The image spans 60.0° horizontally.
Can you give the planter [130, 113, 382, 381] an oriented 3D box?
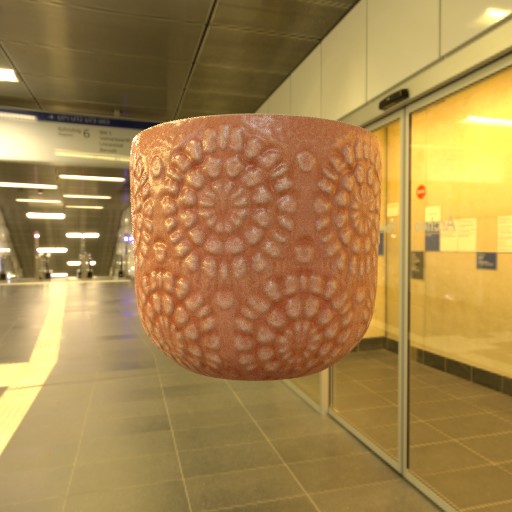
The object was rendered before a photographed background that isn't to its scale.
[{"bbox_3d":[0.000,0.000,0.227,0.124,0.109,0.124,0,1,0],"label":"planter"}]
